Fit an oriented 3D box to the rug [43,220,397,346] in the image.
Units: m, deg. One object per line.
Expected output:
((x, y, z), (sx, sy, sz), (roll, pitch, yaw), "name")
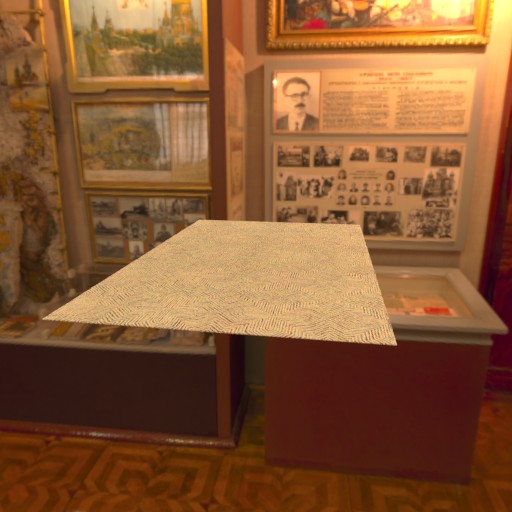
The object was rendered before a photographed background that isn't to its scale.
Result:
((0.000, 0.000, 2.997), (1.519, 0.007, 2.428), (2, 15, 9), "rug")
